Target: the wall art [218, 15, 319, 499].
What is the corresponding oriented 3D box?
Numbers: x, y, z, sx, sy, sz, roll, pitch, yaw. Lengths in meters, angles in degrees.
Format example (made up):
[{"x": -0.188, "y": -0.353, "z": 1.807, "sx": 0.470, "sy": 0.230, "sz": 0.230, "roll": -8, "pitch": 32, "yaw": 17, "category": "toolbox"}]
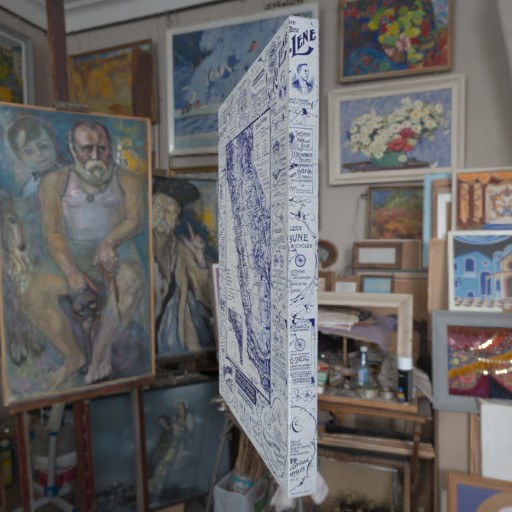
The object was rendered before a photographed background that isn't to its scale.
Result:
[{"x": 0.000, "y": 0.000, "z": 0.469, "sx": 0.025, "sy": 0.376, "sz": 0.255, "roll": -1, "pitch": 2, "yaw": -17, "category": "wall art"}]
